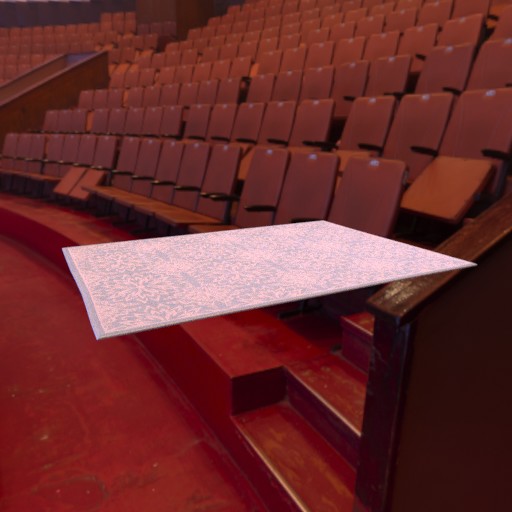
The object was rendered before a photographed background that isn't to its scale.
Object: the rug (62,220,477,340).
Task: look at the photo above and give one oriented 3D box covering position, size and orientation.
[{"bbox_3d":[0.000,0.000,2.880,2.205,0.014,1.589,-8,17,-26],"label":"rug"}]
